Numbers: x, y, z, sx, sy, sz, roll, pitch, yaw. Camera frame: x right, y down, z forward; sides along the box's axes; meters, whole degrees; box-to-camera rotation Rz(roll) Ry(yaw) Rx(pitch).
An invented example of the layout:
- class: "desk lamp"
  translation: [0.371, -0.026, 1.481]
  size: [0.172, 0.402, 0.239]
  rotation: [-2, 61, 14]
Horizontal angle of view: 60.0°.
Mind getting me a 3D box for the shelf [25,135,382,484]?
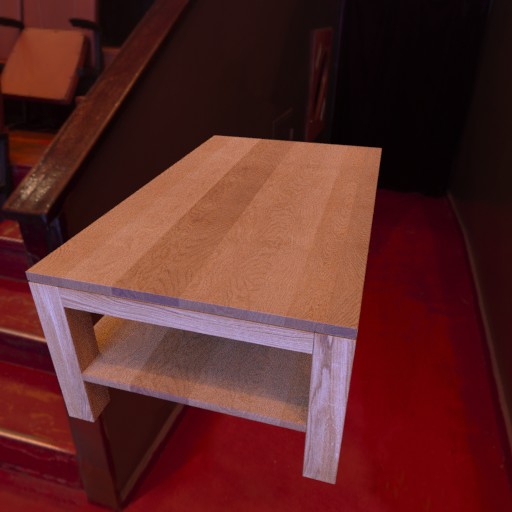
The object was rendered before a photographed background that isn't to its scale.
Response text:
- class: "shelf"
  translation: [0.000, 0.000, 1.456]
  size: [0.700, 0.450, 1.150]
  rotation: [8, 31, 14]
